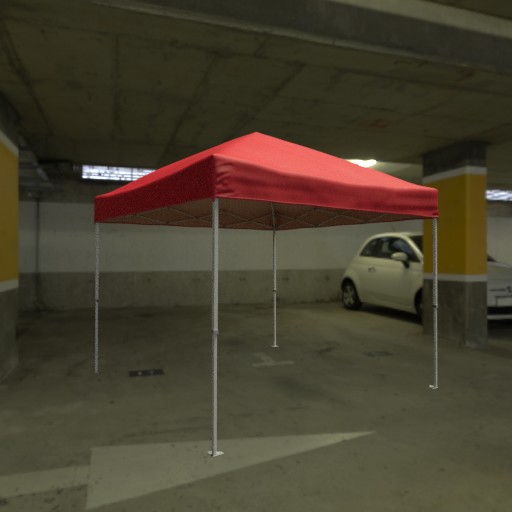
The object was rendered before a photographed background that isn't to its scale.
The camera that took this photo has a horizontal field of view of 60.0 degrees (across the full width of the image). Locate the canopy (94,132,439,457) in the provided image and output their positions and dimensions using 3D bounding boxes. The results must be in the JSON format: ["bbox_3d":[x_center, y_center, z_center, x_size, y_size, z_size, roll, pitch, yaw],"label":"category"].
[{"bbox_3d":[0.000,0.000,5.360,2.996,2.997,2.998,0,0,-36],"label":"canopy"}]
